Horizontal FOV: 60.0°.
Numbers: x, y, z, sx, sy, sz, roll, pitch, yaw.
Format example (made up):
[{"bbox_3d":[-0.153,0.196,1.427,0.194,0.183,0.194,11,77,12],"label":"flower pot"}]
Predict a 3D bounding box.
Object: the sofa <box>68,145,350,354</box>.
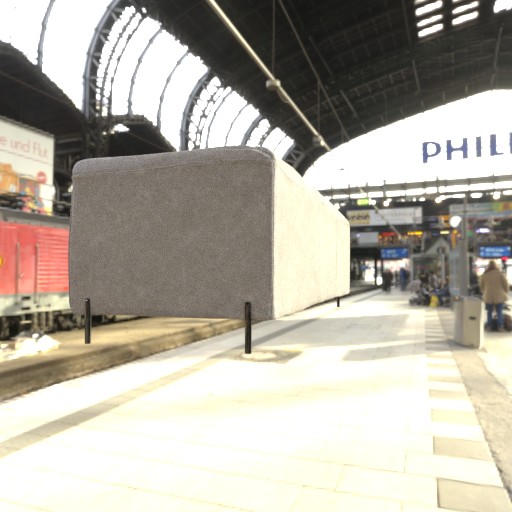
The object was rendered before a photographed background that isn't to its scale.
[{"bbox_3d":[0.000,0.000,2.681,0.899,0.758,2.238,-1,-2,18],"label":"sofa"}]
